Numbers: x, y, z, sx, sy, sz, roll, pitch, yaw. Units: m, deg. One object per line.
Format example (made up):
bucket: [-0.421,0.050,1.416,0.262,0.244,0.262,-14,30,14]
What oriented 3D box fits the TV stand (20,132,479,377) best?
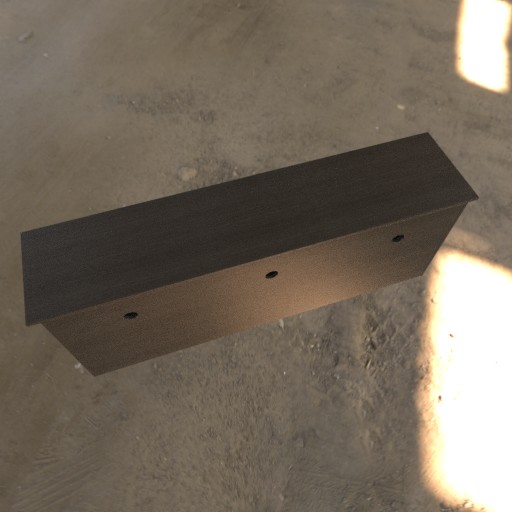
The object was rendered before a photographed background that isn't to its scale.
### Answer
TV stand: [0.000,0.000,2.011,1.778,0.610,0.406,-16,59,-10]
